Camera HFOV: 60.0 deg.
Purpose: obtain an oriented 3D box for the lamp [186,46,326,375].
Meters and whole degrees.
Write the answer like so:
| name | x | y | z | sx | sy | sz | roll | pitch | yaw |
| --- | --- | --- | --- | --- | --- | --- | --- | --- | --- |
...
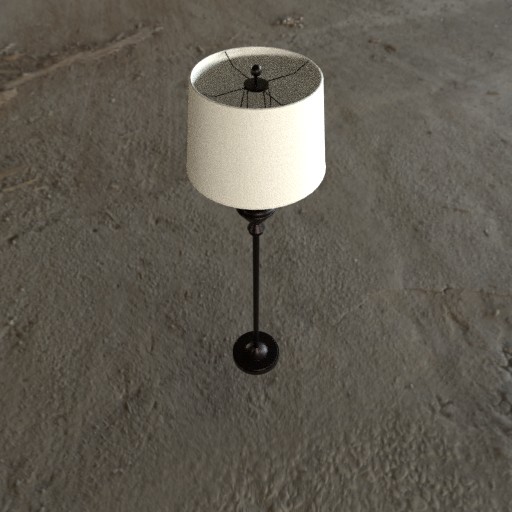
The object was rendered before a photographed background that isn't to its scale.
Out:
| name | x | y | z | sx | sy | sz | roll | pitch | yaw |
| --- | --- | --- | --- | --- | --- | --- | --- | --- | --- |
| lamp | 0.000 | 0.000 | 1.702 | 0.431 | 1.484 | 0.431 | 0 | 48 | 0 |
